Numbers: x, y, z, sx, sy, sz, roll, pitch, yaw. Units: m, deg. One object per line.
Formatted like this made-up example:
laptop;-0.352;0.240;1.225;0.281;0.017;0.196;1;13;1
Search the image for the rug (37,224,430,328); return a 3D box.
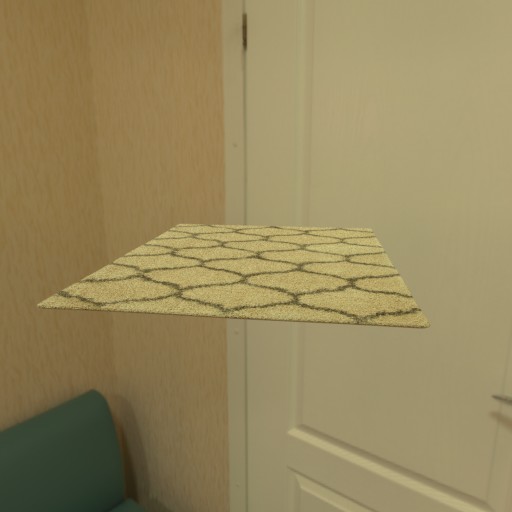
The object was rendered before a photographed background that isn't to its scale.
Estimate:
rug;0.000;0.000;4.071;2.399;0.026;3.000;2;14;8
